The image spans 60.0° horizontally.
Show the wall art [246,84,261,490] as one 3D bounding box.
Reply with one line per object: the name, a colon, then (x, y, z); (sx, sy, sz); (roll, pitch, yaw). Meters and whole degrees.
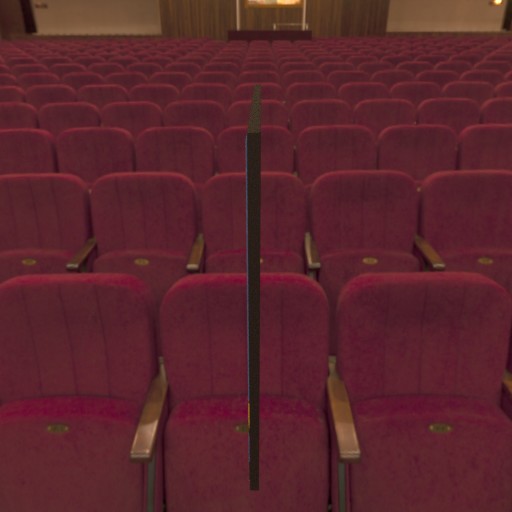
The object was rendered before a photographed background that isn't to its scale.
wall art: (0.000, 0.000, 0.684); (0.013, 0.457, 0.458); (0, 26, 1)
